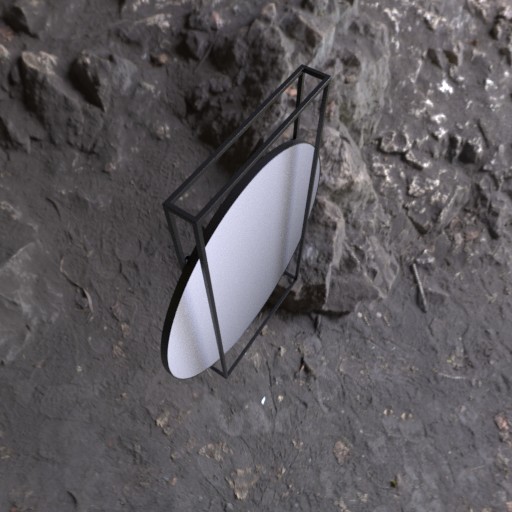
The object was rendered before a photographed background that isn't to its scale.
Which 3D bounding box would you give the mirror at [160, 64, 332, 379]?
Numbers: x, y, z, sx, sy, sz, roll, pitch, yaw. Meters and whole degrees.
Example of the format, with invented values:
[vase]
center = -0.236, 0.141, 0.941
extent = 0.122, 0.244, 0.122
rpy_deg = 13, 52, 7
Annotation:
[mirror]
center = 0.000, 0.000, 0.830
extent = 0.051, 0.603, 0.508
rpy_deg = 30, 63, 17
